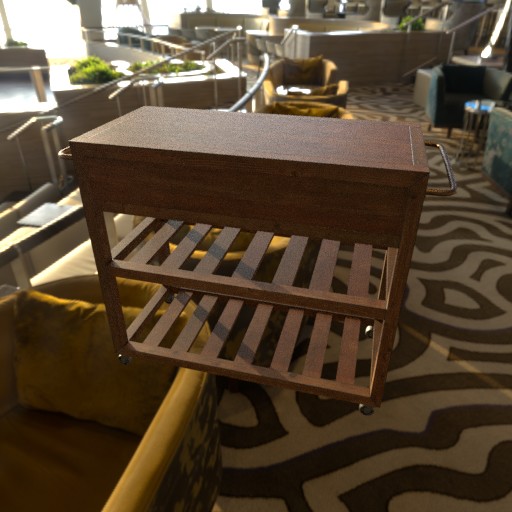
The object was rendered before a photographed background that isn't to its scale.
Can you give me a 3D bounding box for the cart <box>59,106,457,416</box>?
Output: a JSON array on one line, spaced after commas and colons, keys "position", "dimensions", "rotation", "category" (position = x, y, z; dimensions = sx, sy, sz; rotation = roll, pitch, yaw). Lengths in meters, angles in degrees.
[{"position": [0.000, 0.000, 1.475], "dimensions": [1.065, 0.830, 0.445], "rotation": [8, 32, 13], "category": "cart"}]
